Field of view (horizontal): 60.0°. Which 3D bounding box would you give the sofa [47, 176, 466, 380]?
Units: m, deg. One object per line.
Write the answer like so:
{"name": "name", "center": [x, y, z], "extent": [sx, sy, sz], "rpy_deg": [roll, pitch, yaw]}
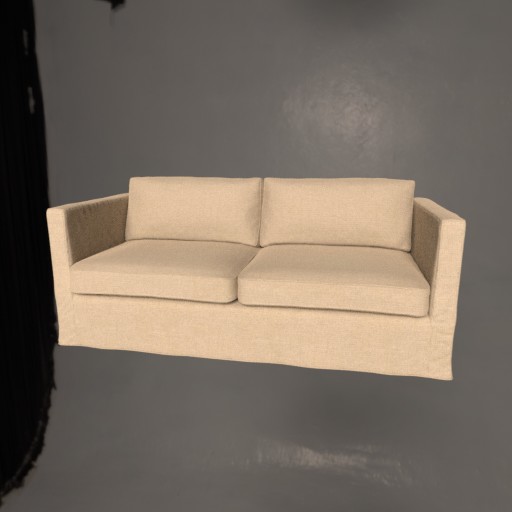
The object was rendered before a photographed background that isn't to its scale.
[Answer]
{"name": "sofa", "center": [0.000, 0.000, 2.496], "extent": [1.987, 0.847, 0.956], "rpy_deg": [3, 14, 11]}
